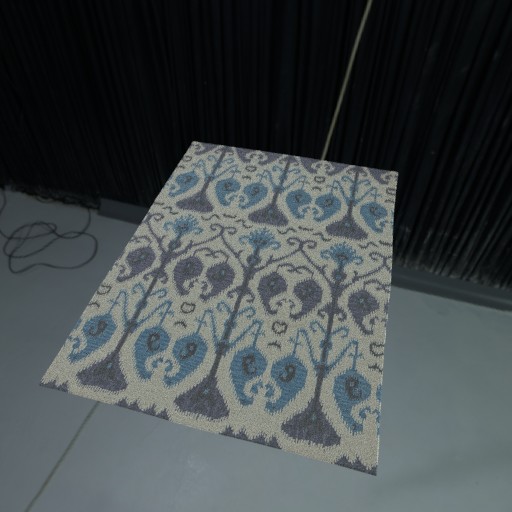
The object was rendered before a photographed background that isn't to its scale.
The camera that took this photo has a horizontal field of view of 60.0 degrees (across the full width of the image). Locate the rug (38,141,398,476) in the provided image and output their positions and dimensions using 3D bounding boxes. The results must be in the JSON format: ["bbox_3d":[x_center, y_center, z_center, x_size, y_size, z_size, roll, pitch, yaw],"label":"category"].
[{"bbox_3d":[0.000,0.000,2.812,1.676,0.013,2.261,11,48,10],"label":"rug"}]
